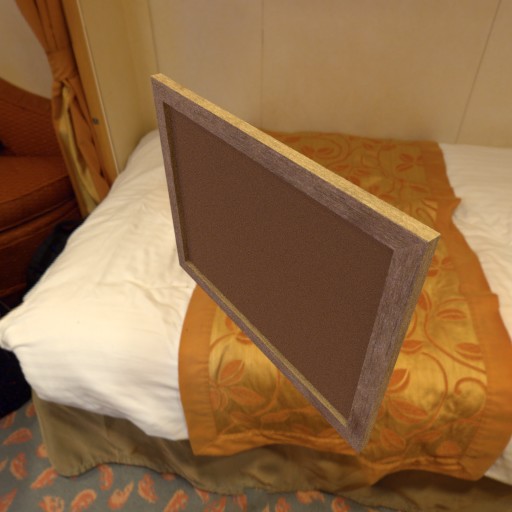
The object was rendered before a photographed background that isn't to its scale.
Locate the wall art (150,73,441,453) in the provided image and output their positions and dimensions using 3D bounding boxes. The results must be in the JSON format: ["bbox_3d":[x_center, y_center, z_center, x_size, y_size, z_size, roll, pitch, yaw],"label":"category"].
[{"bbox_3d":[0.000,0.000,0.902,0.026,0.535,0.690,-27,48,-27],"label":"wall art"}]
